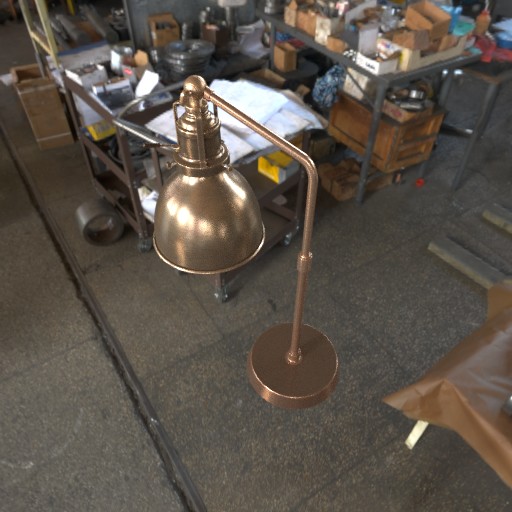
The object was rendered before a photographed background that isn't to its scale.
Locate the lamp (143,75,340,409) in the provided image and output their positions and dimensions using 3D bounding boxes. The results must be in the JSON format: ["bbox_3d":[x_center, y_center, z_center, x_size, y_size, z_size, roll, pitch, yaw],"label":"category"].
[{"bbox_3d":[0.000,0.000,0.586,0.286,0.456,0.153,17,47,16],"label":"lamp"}]
